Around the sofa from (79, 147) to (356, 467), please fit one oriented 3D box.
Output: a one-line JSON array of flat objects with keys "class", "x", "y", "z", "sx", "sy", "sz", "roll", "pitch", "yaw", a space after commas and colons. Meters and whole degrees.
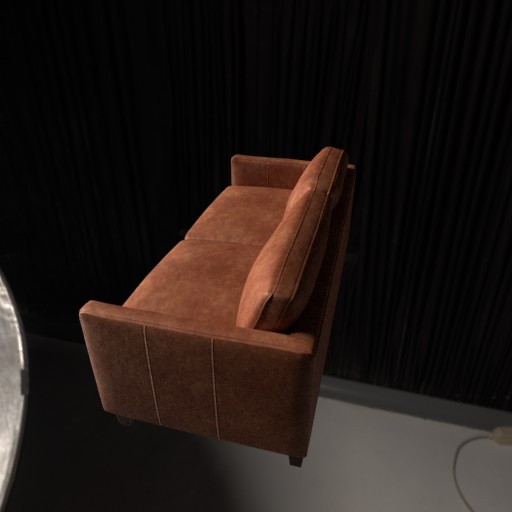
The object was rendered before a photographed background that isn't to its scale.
[{"class": "sofa", "x": 0.000, "y": 0.000, "z": 2.475, "sx": 0.923, "sy": 0.863, "sz": 1.971, "roll": 8, "pitch": 31, "yaw": 13}]
